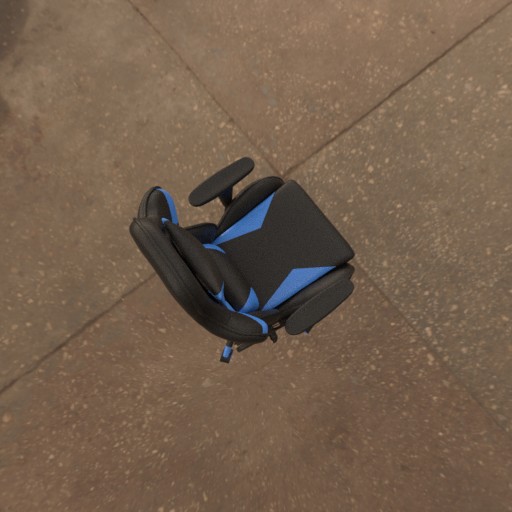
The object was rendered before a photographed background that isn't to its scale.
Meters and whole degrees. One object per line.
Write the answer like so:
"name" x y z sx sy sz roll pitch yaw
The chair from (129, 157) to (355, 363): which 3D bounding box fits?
"chair" 0.000 0.000 1.676 0.730 1.282 0.695 -36 78 -9
